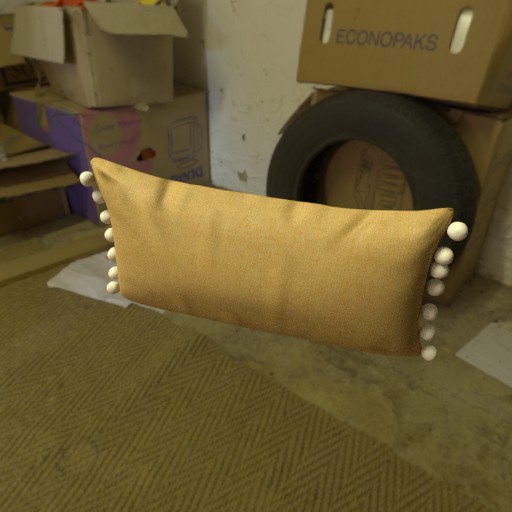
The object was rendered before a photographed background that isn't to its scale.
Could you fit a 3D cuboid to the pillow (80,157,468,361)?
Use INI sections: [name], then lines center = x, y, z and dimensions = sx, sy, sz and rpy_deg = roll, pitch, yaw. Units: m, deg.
[pillow]
center = 0.000, 0.000, 0.846
dimensions = 0.709, 0.322, 0.201
rpy_deg = 10, 32, 15
